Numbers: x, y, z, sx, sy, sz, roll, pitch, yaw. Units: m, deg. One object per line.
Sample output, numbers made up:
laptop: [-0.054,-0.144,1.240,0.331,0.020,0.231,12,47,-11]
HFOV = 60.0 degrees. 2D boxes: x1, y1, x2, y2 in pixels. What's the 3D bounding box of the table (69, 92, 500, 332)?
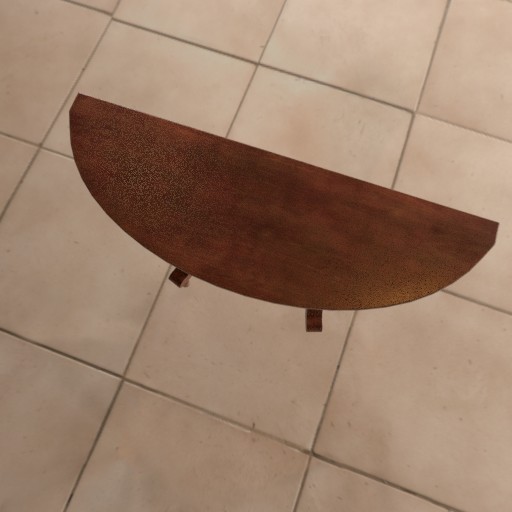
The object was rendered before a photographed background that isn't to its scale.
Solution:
table: [0.000,0.000,1.482,1.198,0.699,0.394,18,75,5]
